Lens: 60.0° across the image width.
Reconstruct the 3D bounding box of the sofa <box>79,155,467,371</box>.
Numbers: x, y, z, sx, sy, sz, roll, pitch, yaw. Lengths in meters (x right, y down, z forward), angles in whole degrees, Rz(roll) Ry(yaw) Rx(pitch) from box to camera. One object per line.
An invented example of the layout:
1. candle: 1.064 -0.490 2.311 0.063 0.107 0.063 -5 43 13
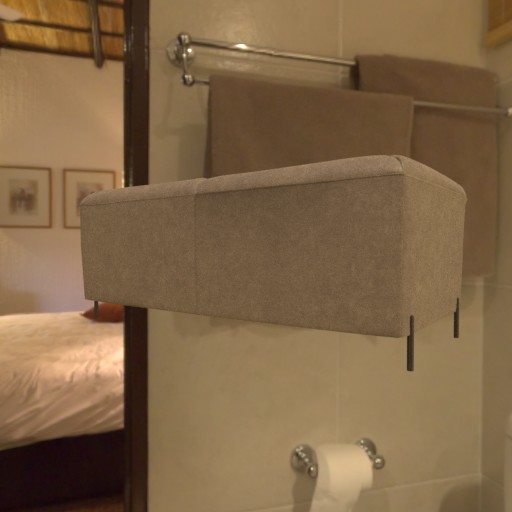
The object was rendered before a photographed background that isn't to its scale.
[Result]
1. sofa: 0.000 0.000 2.321 1.878 0.747 0.905 1 1 37
